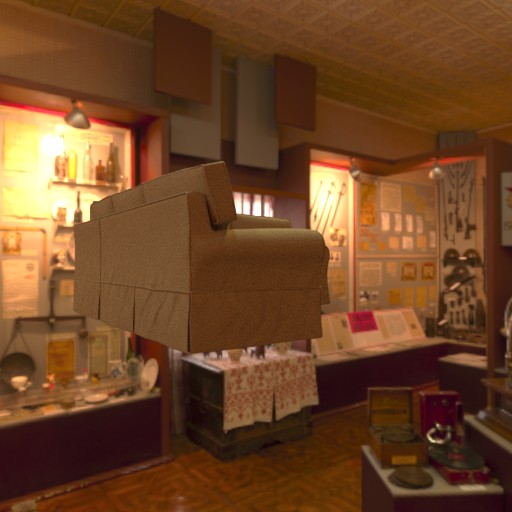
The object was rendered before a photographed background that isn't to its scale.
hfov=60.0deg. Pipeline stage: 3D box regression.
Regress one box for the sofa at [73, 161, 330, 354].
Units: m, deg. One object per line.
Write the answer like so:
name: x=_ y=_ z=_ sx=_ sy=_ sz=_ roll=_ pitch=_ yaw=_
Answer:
sofa: x=0.000 y=0.000 z=4.062 sx=2.623 sy=1.081 sz=2.618 roll=1 pitch=-1 yaw=-35
